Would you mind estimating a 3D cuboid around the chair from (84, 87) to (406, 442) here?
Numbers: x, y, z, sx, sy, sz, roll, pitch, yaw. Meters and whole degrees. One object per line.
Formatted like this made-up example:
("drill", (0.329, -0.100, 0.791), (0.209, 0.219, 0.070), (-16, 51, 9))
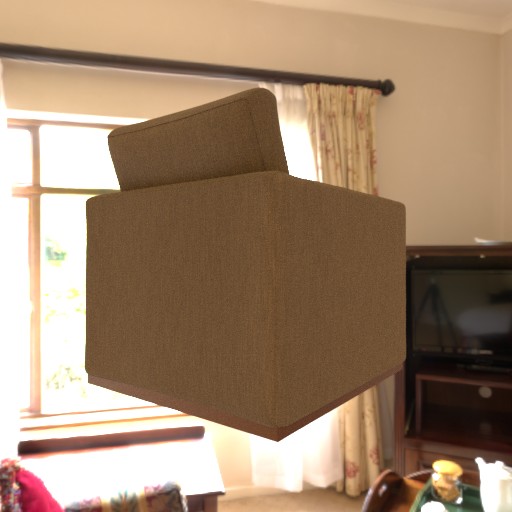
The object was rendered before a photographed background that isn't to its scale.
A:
("chair", (0.000, 0.000, 1.498), (0.763, 0.811, 0.834), (0, 0, 37))
